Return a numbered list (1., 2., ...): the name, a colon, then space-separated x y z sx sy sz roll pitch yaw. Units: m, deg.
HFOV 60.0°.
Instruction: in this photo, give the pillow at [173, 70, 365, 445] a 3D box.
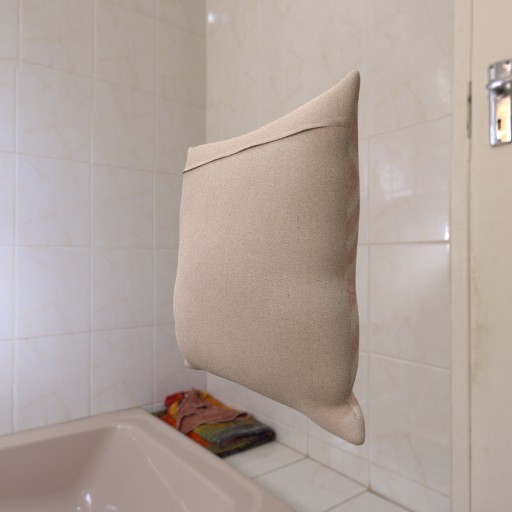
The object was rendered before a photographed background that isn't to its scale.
1. pillow: 0.000 0.000 0.691 0.182 0.441 0.440 0 0 -36
